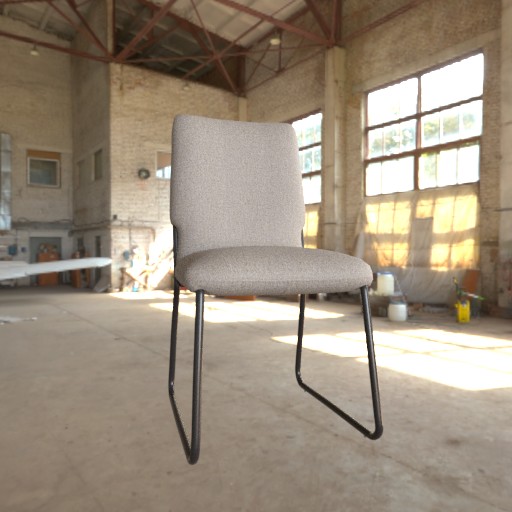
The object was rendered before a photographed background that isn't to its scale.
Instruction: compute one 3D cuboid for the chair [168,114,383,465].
[{"bbox_3d":[0.000,0.000,1.198,0.448,0.864,0.560,0,1,-16],"label":"chair"}]
